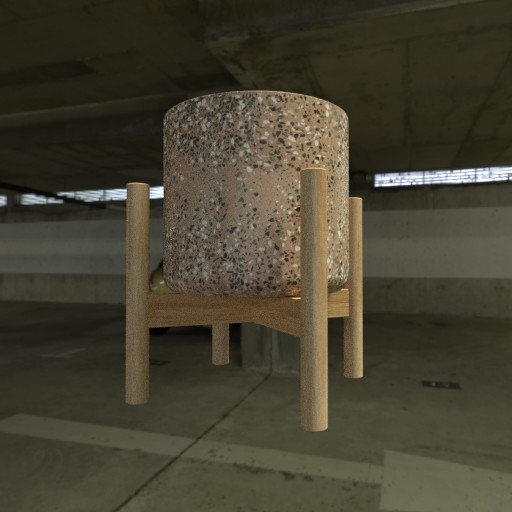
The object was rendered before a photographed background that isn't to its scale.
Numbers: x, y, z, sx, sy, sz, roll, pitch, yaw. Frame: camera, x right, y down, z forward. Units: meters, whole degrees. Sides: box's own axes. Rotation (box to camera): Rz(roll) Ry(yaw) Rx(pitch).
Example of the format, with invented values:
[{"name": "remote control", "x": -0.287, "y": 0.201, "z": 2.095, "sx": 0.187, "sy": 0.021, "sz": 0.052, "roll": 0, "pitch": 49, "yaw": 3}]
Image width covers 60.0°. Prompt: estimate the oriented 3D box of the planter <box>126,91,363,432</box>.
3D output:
[{"name": "planter", "x": 0.000, "y": 0.000, "z": 0.542, "sx": 0.284, "sy": 0.320, "sz": 0.284, "roll": 0, "pitch": -1, "yaw": 0}]
